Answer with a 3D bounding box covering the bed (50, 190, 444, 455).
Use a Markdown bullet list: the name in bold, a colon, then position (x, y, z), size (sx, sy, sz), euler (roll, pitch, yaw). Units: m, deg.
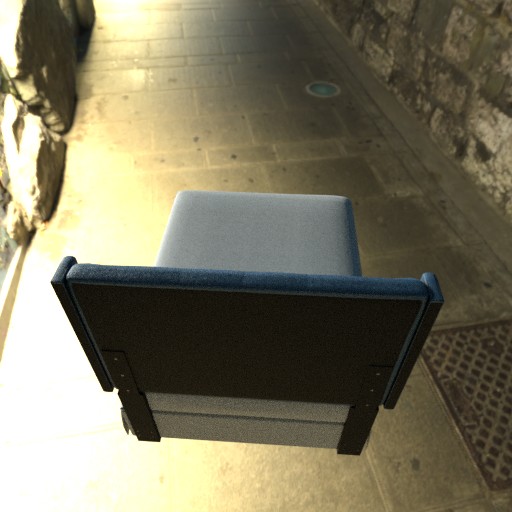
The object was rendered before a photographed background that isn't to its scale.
- **bed**: position (0.000, 0.000, 3.195), size (1.719, 1.665, 2.078), euler (3, 45, 3)
